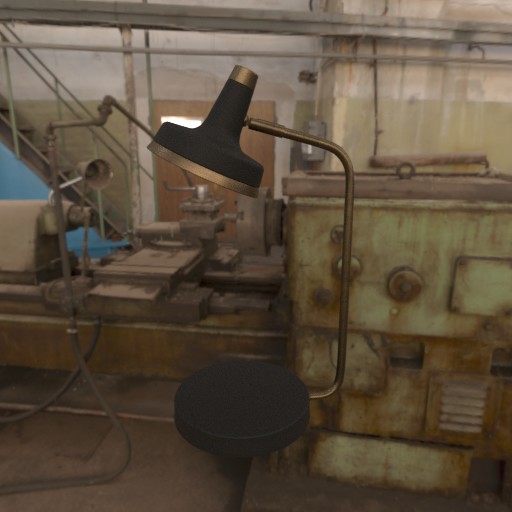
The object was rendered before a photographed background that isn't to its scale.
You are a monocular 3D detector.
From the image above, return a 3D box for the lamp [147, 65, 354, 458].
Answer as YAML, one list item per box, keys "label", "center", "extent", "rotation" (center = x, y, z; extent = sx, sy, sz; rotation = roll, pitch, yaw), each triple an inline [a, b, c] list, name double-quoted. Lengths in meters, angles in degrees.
- label: "lamp"
  center: [0.000, 0.000, 0.483]
  extent: [0.218, 0.385, 0.162]
  rotation: [-2, 15, -8]
